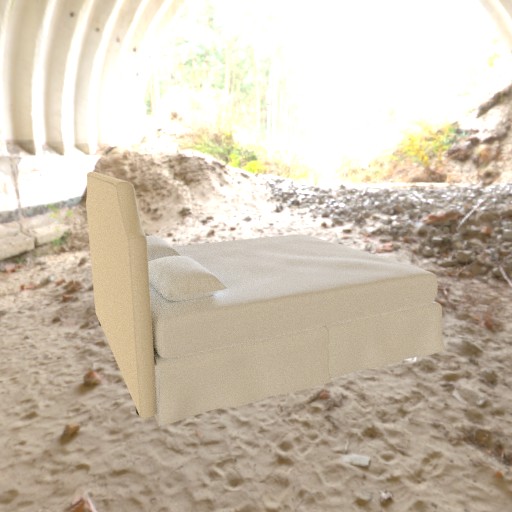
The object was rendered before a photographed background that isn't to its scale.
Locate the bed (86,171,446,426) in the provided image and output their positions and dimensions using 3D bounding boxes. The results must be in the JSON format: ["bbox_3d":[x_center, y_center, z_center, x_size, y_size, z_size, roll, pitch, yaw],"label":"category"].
[{"bbox_3d":[0.000,0.000,4.268,2.773,1.590,2.350,-7,15,-26],"label":"bed"}]
